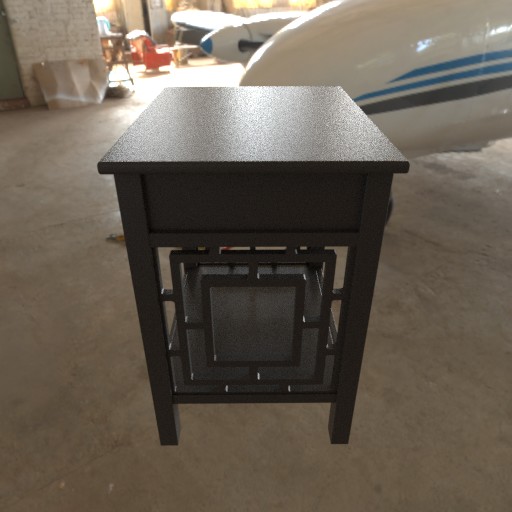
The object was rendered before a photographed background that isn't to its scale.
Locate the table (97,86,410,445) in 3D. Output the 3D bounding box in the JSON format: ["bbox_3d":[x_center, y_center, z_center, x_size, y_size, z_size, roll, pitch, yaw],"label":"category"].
[{"bbox_3d":[0.000,0.000,1.028,0.451,0.646,0.564,0,31,0],"label":"table"}]
